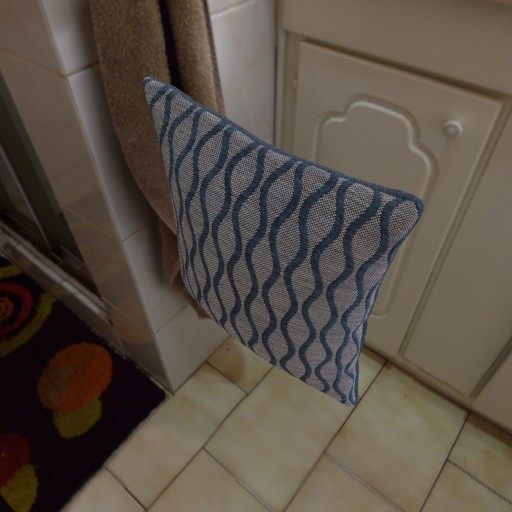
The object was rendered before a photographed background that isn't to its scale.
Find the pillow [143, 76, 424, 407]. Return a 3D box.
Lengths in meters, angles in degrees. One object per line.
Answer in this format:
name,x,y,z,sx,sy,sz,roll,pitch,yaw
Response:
pillow,0.000,0.000,0.678,0.435,0.435,0.159,33,55,27
